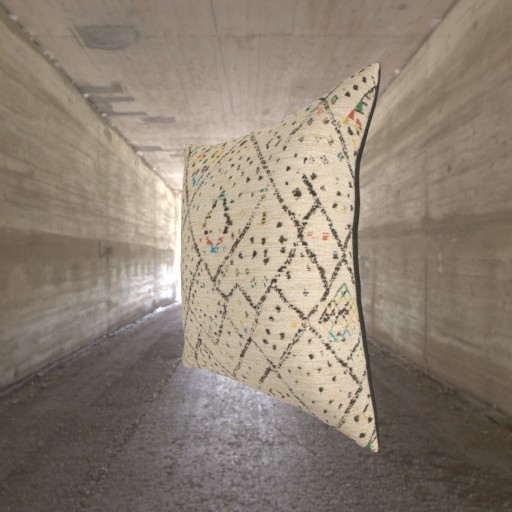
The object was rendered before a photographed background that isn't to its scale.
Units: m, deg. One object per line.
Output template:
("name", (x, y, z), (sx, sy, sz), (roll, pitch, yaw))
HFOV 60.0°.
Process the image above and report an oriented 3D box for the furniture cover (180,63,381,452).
("furniture cover", (0.000, 0.000, 0.773), (0.180, 0.498, 0.525), (0, 0, -37))
